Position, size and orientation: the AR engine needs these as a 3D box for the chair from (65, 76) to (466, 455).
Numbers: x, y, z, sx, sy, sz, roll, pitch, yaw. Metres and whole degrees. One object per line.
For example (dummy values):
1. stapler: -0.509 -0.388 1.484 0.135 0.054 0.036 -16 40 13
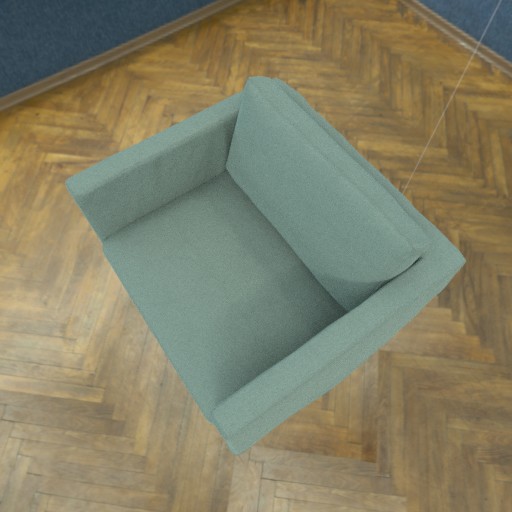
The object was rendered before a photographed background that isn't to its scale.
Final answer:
1. chair: 0.000 0.000 1.699 0.949 0.863 1.057 -32 67 -15
